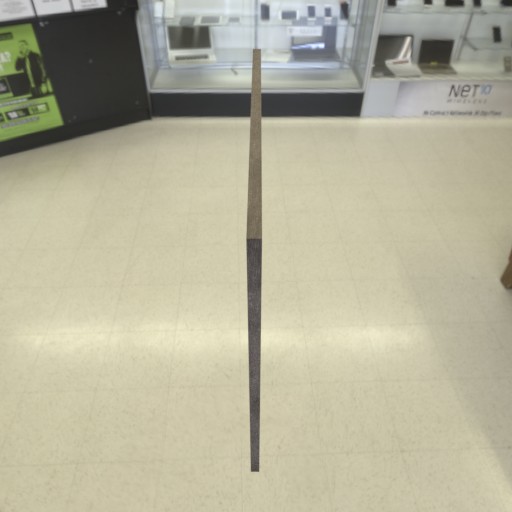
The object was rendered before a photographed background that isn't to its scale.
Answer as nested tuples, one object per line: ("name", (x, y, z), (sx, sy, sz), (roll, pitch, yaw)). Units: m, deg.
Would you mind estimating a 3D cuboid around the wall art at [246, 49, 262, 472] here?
("wall art", (0.000, 0.000, 0.677), (0.013, 0.457, 0.457), (0, 43, 0))
